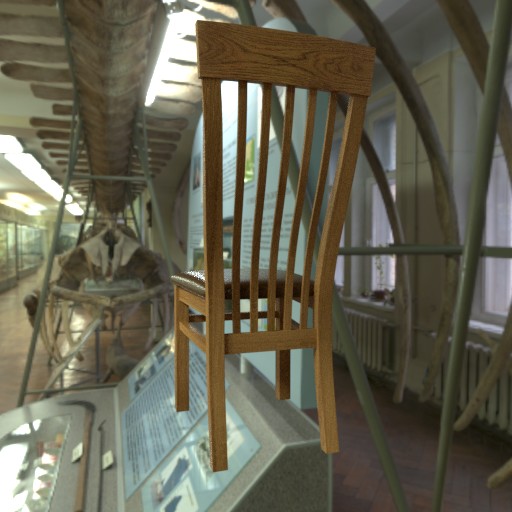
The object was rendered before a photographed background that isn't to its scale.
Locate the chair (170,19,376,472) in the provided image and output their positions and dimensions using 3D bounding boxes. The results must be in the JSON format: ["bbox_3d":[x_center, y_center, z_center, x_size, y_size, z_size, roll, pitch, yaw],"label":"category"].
[{"bbox_3d":[0.000,0.000,1.311,0.450,1.050,0.580,0,2,-18],"label":"chair"}]
